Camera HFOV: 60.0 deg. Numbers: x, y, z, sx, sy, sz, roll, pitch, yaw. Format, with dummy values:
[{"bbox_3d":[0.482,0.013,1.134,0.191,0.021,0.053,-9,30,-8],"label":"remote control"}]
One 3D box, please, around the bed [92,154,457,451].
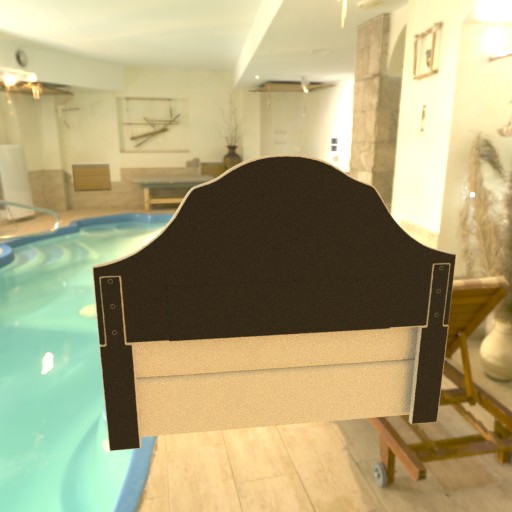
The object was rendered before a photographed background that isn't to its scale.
[{"bbox_3d":[0.000,0.000,3.457,2.008,1.615,2.214,-2,15,-8],"label":"bed"}]
